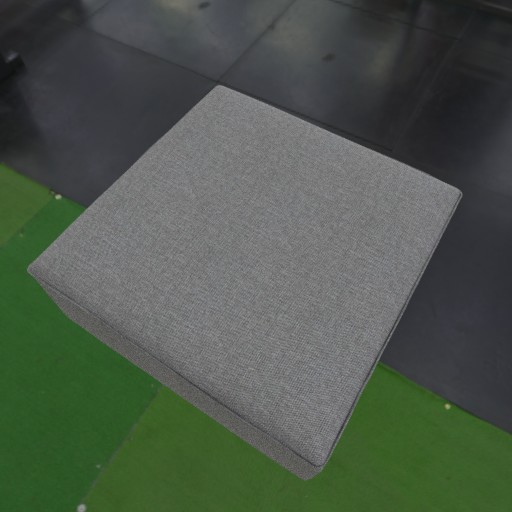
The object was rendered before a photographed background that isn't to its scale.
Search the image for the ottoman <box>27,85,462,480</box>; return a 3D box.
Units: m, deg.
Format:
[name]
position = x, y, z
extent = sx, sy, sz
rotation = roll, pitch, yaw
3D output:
[ottoman]
position = 0.000, 0.000, 1.534
extent = 1.023, 0.423, 1.017
rotation = 29, 63, 16
